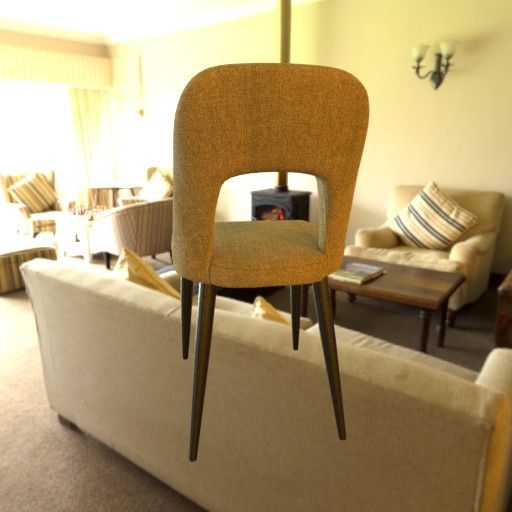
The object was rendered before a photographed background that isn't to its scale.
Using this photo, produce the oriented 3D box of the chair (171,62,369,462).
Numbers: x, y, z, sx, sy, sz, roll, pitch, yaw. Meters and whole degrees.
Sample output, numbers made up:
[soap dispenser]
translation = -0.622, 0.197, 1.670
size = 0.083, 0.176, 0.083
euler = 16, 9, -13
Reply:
[chair]
translation = 0.000, 0.000, 1.251
size = 0.470, 0.931, 0.612
euler = -3, 15, -10
